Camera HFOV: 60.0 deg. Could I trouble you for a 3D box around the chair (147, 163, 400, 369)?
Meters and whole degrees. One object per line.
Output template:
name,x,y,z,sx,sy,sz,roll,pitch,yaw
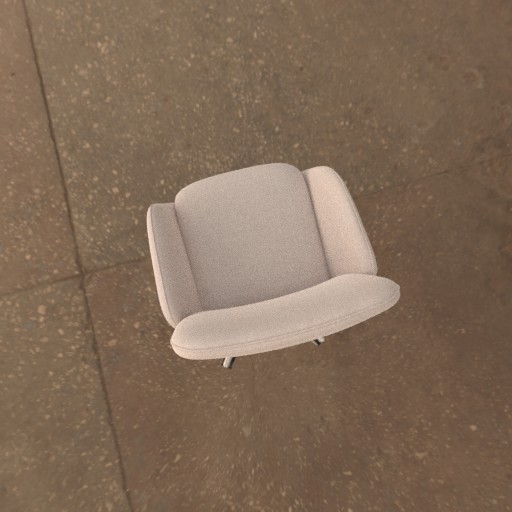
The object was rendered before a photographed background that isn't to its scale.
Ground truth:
chair,0.000,0.000,1.397,0.648,0.959,0.633,-14,75,-4
